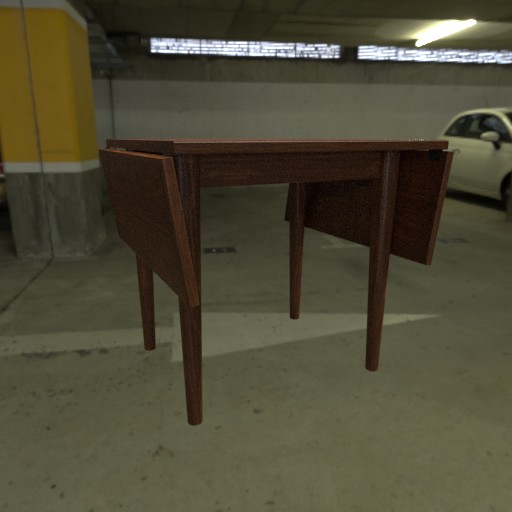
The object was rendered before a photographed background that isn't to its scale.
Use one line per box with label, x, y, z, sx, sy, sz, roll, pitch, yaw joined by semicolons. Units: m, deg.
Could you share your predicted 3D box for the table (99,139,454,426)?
table;0.000;0.000;1.501;0.843;0.763;0.812;-8;17;-26
